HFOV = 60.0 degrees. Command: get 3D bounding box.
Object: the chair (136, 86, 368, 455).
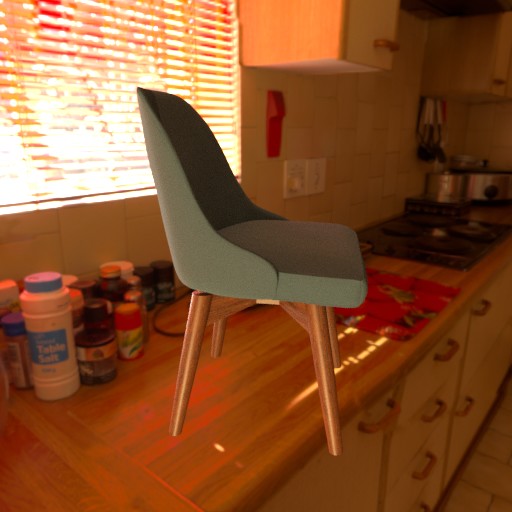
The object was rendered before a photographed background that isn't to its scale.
[{"bbox_3d":[0.000,0.000,1.238,0.589,0.882,0.503,3,16,9],"label":"chair"}]
